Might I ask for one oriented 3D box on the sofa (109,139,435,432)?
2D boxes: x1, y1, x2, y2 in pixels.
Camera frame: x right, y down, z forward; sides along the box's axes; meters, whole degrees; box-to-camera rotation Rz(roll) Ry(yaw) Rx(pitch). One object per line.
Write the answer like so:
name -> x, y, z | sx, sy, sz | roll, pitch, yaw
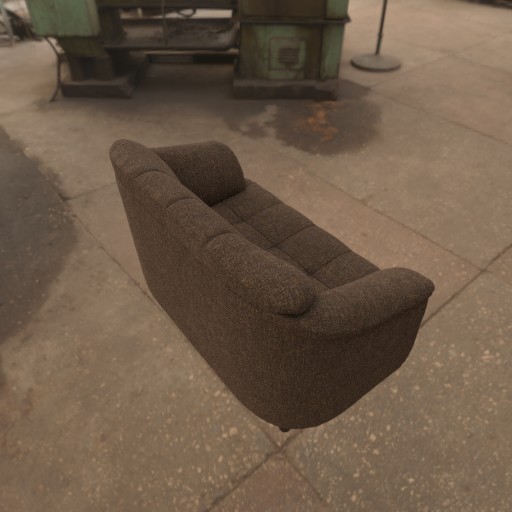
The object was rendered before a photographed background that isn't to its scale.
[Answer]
sofa -> 0.000, 0.000, 1.984 | 0.799, 0.895, 1.404 | -27, 48, -27
